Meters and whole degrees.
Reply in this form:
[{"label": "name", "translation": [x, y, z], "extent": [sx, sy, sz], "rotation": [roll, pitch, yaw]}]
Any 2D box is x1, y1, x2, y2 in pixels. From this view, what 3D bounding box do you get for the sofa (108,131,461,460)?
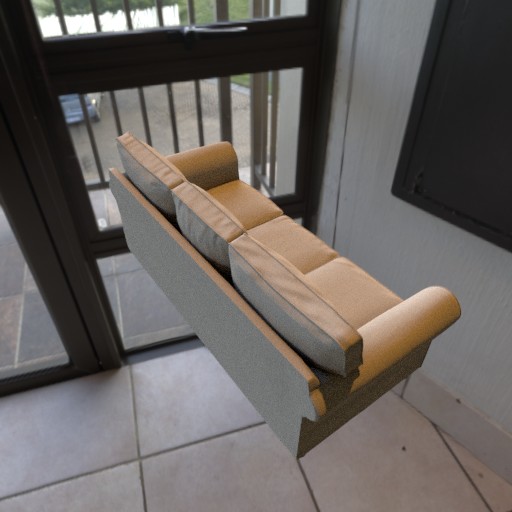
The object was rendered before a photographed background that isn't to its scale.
[{"label": "sofa", "translation": [0.000, 0.000, 2.586], "extent": [0.916, 0.961, 2.084], "rotation": [-25, 46, -26]}]
